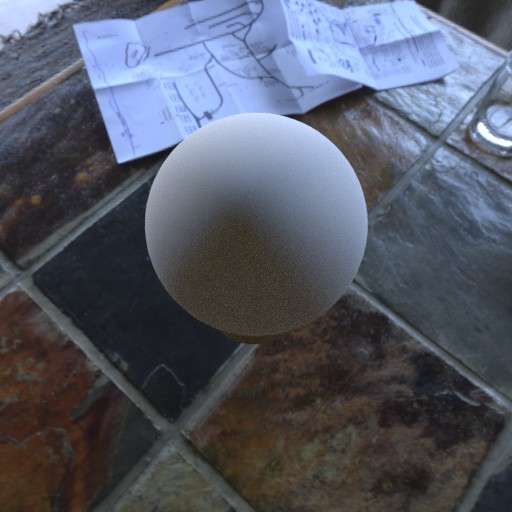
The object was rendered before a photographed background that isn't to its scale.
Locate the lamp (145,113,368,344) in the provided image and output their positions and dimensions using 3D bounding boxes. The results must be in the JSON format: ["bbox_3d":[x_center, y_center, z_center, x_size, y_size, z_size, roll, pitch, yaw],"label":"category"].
[{"bbox_3d":[0.000,0.000,0.341,0.141,0.250,0.152,-2,64,-1],"label":"lamp"}]
